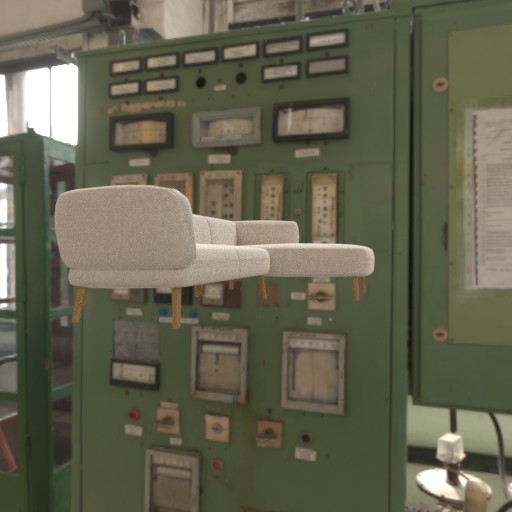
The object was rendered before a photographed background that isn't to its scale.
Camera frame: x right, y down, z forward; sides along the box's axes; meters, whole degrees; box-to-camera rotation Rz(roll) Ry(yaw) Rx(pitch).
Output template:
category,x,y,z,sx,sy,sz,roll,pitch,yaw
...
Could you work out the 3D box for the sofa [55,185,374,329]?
category,x,y,z,sx,sy,sz,roll,pitch,yaw
sofa,0.000,0.000,3.349,1.610,0.730,2.660,0,0,18
